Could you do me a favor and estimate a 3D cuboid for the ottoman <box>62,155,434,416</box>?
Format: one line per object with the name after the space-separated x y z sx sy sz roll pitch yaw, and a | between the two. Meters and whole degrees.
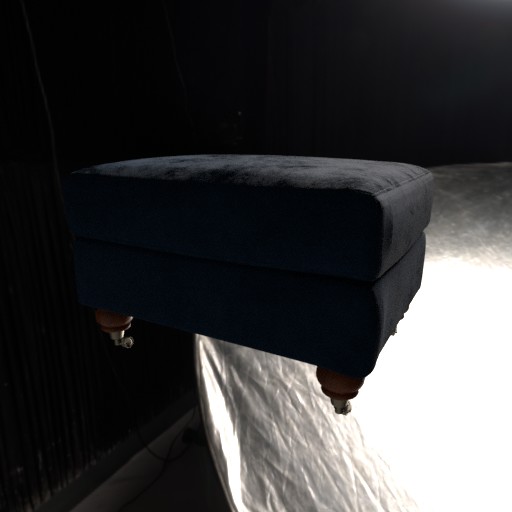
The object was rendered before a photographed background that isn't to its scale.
0.000 0.000 1.142 0.773 0.503 0.572 8 17 28 | ottoman
